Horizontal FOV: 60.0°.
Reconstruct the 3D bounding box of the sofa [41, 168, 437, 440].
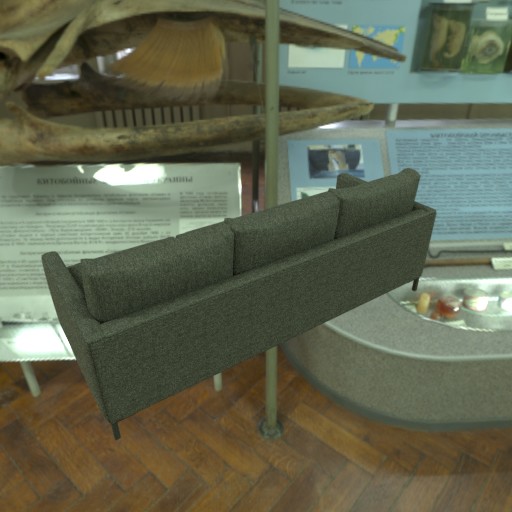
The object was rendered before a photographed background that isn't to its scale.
[{"bbox_3d":[0.000,0.000,2.695,2.253,0.879,0.876,-19,36,-29],"label":"sofa"}]
